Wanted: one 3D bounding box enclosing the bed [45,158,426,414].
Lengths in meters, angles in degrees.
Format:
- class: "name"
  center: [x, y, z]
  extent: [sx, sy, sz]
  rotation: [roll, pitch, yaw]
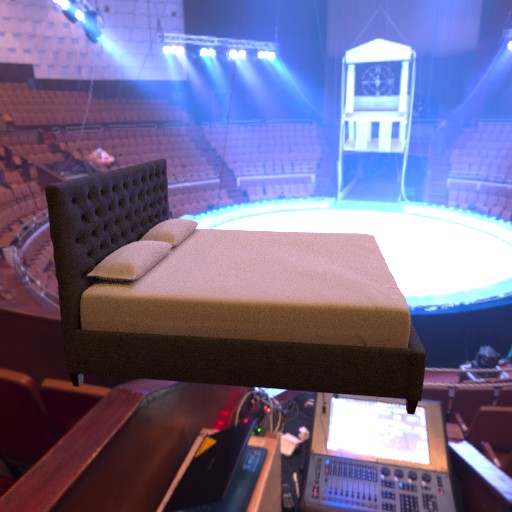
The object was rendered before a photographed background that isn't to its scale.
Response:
- class: "bed"
  center: [0.000, 0.000, 3.721]
  extent: [2.387, 1.427, 2.078]
  rotation: [2, 17, 8]
